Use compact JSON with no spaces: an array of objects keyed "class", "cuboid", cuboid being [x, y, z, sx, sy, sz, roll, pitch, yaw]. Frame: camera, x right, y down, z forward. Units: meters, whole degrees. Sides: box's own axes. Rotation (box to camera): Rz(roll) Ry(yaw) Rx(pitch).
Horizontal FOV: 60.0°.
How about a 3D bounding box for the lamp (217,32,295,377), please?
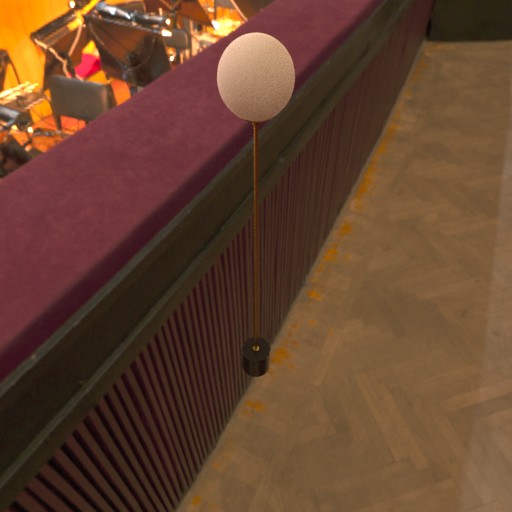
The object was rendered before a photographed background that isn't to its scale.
[{"class":"lamp","cuboid":[0.000,0.000,1.847,0.229,1.748,0.229,23,50,20]}]
